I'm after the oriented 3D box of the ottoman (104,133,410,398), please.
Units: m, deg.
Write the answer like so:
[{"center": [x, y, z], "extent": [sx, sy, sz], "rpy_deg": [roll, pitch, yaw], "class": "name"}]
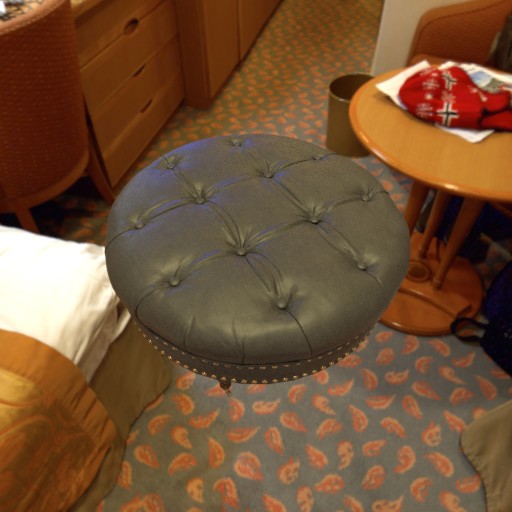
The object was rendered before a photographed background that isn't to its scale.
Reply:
[{"center": [0.000, 0.000, 1.425], "extent": [0.901, 0.439, 0.901], "rpy_deg": [0, 47, 0], "class": "ottoman"}]
